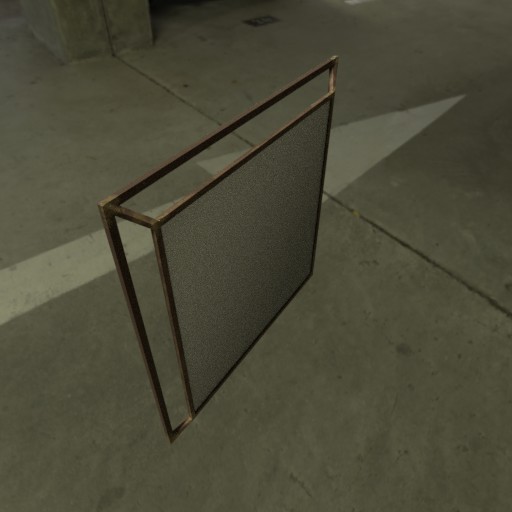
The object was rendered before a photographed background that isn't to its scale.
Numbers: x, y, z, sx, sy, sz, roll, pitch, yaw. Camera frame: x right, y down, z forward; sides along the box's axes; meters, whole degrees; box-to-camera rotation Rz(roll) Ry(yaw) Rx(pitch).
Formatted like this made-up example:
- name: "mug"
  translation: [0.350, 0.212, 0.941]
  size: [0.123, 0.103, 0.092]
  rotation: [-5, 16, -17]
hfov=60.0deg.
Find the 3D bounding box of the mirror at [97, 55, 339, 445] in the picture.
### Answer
- name: "mirror"
  translation: [0.000, 0.000, 0.899]
  size: [0.032, 0.610, 0.610]
  rotation: [25, 48, 24]
